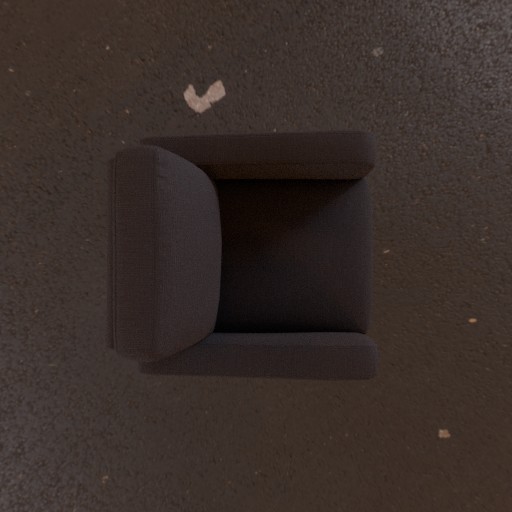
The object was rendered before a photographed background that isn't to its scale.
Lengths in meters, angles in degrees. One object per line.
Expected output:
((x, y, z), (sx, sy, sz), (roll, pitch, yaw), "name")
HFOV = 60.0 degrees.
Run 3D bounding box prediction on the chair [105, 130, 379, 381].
((0.000, 0.000, 1.536), (0.863, 0.855, 0.798), (0, 89, -1), "chair")
